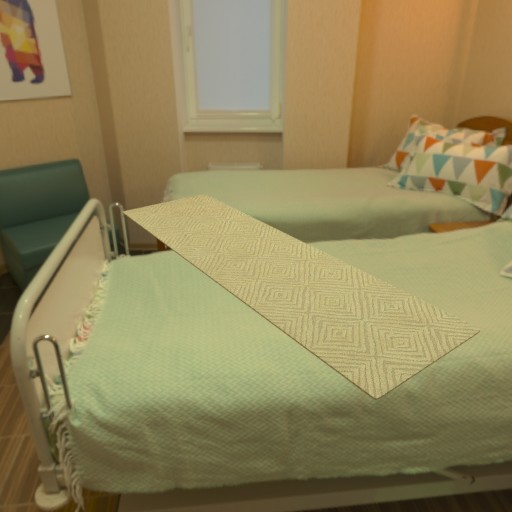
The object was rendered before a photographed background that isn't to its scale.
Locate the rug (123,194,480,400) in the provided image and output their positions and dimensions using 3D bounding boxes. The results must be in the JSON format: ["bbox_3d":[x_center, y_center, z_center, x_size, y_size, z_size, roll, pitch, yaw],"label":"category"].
[{"bbox_3d":[0.000,0.000,2.504,0.676,0.008,2.277,-18,31,-32],"label":"rug"}]
